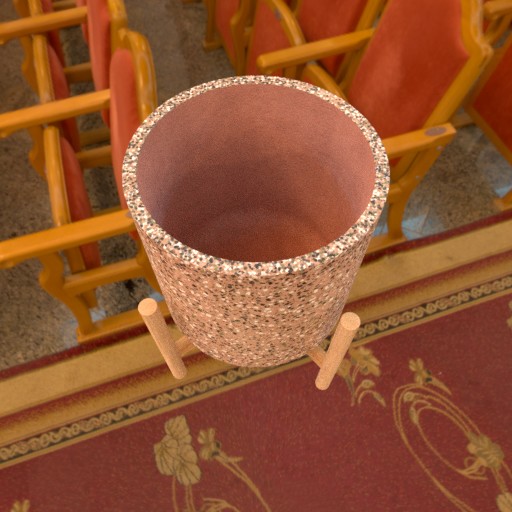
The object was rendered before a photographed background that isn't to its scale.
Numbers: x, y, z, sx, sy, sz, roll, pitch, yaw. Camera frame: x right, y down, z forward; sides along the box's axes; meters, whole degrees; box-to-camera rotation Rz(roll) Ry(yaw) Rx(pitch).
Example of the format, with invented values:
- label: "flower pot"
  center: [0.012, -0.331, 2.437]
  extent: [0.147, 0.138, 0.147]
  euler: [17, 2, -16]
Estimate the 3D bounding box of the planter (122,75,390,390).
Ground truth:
- label: "planter"
  center: [0.000, 0.000, 0.685]
  extent: [0.360, 0.419, 0.360]
  euler: [-16, 60, -9]
